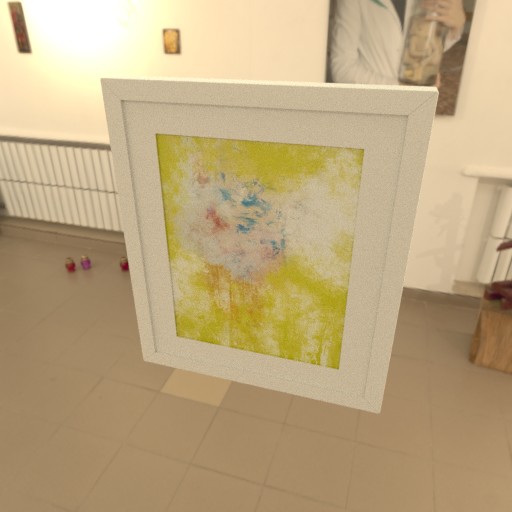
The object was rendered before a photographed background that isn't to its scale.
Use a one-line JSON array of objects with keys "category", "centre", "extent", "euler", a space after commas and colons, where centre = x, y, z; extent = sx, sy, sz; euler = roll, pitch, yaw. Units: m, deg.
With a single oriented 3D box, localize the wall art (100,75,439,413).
[{"category": "wall art", "centre": [0.000, 0.000, 0.517], "extent": [0.331, 0.381, 0.028], "euler": [8, 29, 15]}]
